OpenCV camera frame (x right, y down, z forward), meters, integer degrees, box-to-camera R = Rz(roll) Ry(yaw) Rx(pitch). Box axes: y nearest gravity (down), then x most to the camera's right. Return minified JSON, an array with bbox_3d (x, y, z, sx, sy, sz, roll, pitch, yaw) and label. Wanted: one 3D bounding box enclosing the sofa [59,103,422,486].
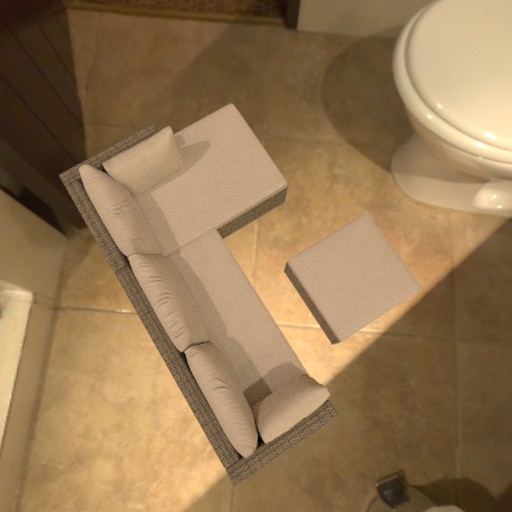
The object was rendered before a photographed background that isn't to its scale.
[{"bbox_3d":[0.000,0.000,3.002,1.662,0.766,2.192,-31,78,-7],"label":"sofa"}]
